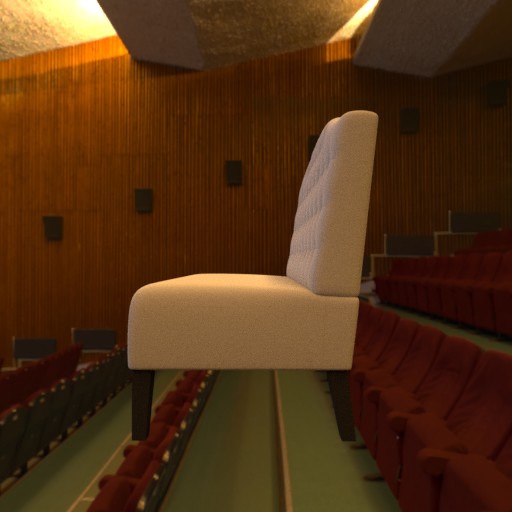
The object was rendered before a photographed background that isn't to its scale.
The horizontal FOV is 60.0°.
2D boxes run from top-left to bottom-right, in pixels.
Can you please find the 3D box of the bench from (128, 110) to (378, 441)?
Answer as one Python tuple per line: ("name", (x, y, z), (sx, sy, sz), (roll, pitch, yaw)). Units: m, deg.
("bench", (0.000, 0.000, 2.047), (0.815, 1.180, 1.335), (0, -1, 0))
